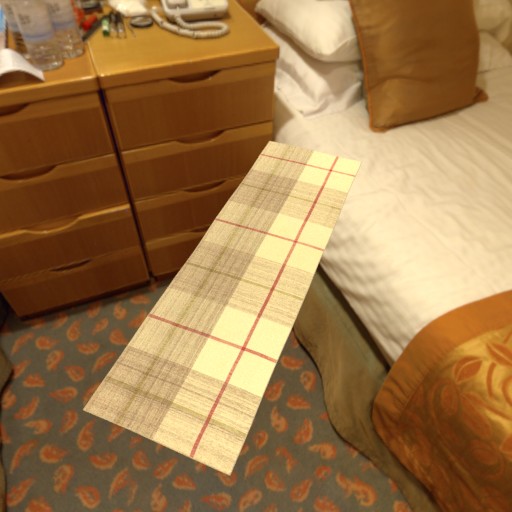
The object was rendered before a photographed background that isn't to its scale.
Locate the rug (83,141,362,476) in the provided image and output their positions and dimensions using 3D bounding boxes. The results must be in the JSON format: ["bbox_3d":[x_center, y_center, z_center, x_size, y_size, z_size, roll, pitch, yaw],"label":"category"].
[{"bbox_3d":[0.000,0.000,2.752,0.762,0.013,2.439,17,50,15],"label":"rug"}]
